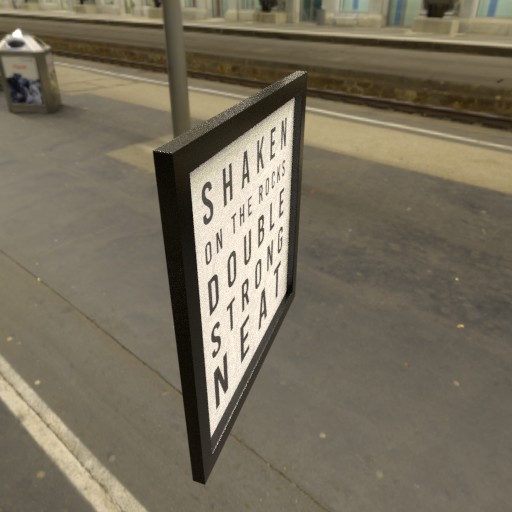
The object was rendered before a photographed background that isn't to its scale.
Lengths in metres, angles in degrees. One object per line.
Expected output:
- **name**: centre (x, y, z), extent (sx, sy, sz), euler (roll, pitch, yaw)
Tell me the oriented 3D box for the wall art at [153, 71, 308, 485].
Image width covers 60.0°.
- **wall art**: centre (0.000, 0.000, 0.509), extent (0.014, 0.349, 0.349), euler (10, 32, 17)
